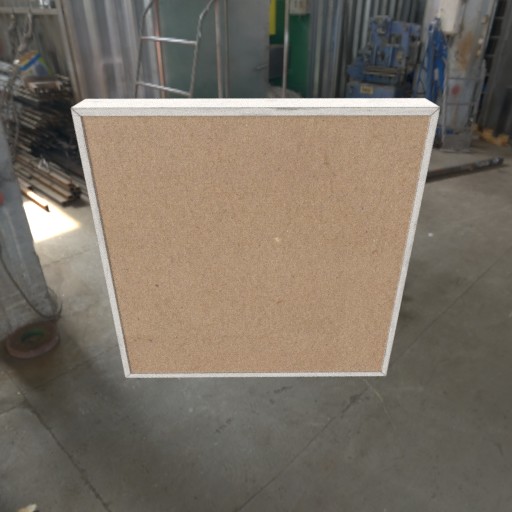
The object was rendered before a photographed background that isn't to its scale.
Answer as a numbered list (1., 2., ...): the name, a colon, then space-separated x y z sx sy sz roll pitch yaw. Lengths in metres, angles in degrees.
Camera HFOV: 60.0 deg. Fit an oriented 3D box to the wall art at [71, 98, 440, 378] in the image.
1. wall art: 0.000 0.000 0.458 0.305 0.305 0.038 0 30 0
